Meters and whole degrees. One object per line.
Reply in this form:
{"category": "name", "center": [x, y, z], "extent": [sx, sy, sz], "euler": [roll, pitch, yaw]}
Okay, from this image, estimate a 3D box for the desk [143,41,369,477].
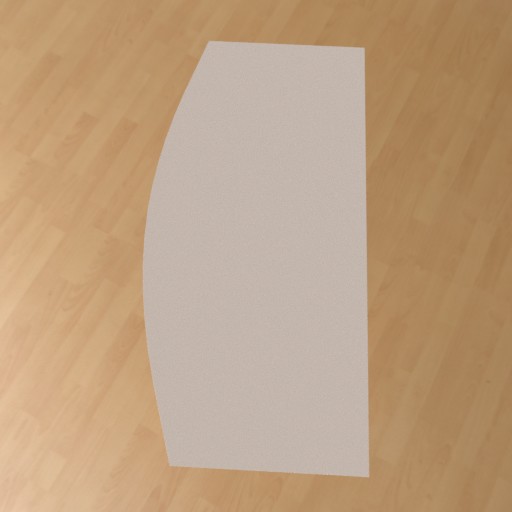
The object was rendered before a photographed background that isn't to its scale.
{"category": "desk", "center": [0.000, 0.000, 1.971], "extent": [0.802, 0.750, 1.600], "euler": [3, 76, 1]}
